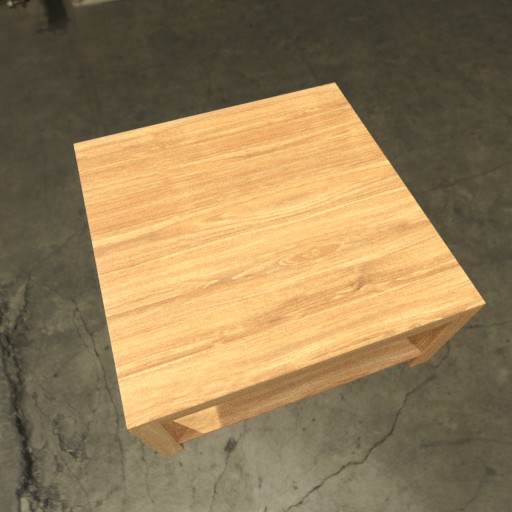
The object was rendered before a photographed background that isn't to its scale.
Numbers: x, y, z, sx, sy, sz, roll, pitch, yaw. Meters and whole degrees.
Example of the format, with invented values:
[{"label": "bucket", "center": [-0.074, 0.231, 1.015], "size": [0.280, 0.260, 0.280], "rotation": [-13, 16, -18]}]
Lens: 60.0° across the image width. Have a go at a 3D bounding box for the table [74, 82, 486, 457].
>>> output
[{"label": "table", "center": [0.000, 0.000, 1.440], "size": [0.900, 0.450, 0.900], "rotation": [-17, 60, -10]}]
